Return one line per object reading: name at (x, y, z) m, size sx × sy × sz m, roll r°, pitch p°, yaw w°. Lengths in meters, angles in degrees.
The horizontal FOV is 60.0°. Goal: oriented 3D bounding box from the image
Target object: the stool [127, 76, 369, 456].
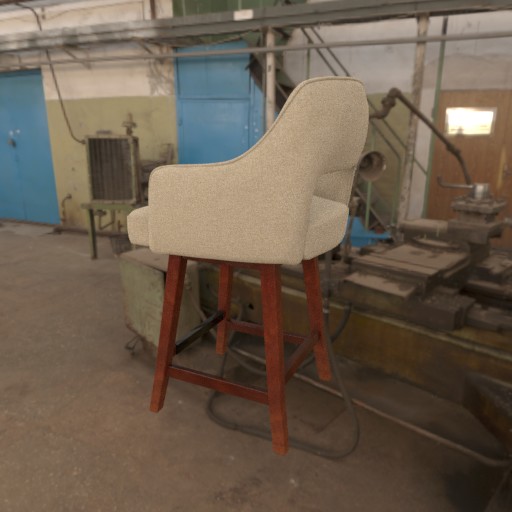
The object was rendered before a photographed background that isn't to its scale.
stool at (0.000, 0.000, 1.286) m, size 0.560 × 0.936 × 0.550 m, roll 8°, pitch 18°, yaw 25°
